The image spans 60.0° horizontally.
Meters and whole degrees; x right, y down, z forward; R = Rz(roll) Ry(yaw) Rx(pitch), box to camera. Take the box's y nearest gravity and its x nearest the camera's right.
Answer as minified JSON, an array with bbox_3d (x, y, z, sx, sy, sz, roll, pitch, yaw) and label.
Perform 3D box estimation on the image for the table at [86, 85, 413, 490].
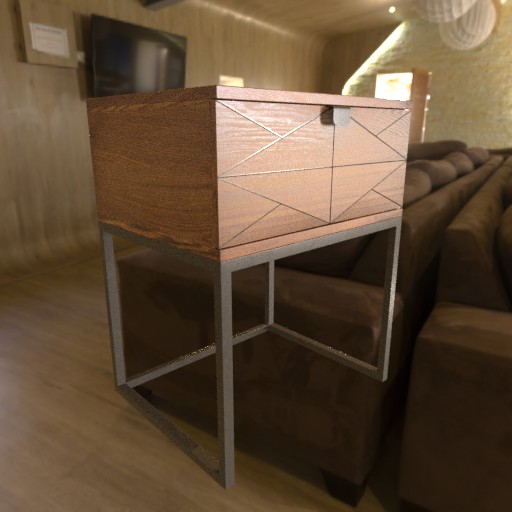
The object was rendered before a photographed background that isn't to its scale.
[{"bbox_3d":[0.000,0.000,0.915,0.482,0.610,0.400,-15,22,-41],"label":"table"}]
